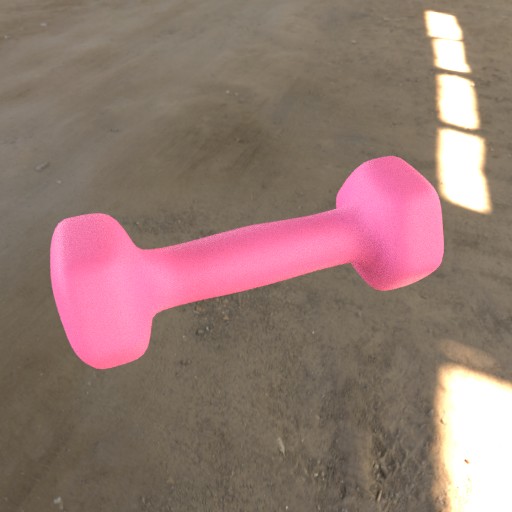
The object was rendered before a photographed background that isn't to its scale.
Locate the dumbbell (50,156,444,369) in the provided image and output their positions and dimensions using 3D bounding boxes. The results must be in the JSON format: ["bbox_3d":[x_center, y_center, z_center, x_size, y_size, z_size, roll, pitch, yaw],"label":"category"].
[{"bbox_3d":[0.000,0.000,0.175,0.146,0.053,0.058,-13,44,-14],"label":"dumbbell"}]
